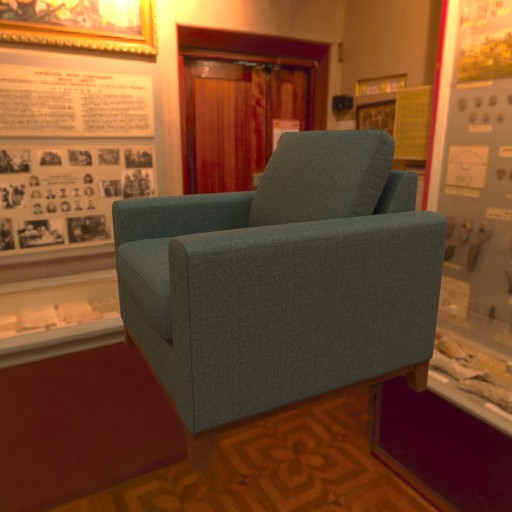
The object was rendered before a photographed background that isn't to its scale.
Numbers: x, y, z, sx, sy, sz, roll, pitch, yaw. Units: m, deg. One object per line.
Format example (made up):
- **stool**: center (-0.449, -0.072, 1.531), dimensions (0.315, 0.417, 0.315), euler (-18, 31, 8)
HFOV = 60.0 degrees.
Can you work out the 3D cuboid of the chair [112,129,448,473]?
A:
- **chair**: center (0.000, 0.000, 1.841), dimensions (1.038, 1.010, 1.024), euler (-8, 17, -27)
